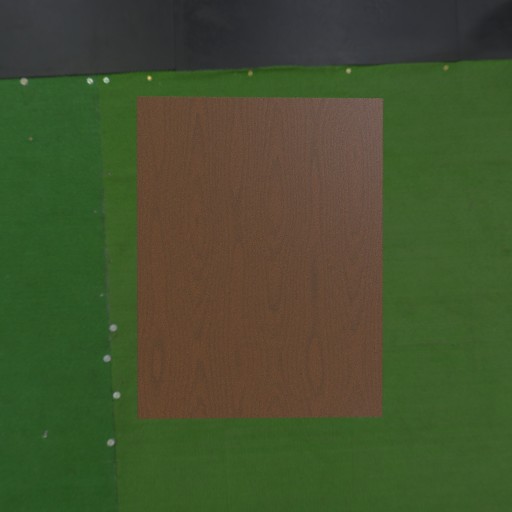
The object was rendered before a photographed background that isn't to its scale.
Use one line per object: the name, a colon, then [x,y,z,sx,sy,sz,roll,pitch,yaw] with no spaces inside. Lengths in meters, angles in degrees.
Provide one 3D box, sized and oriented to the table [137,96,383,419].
table: [0.000,0.000,0.829,0.300,0.599,0.406,0,90,-1]
